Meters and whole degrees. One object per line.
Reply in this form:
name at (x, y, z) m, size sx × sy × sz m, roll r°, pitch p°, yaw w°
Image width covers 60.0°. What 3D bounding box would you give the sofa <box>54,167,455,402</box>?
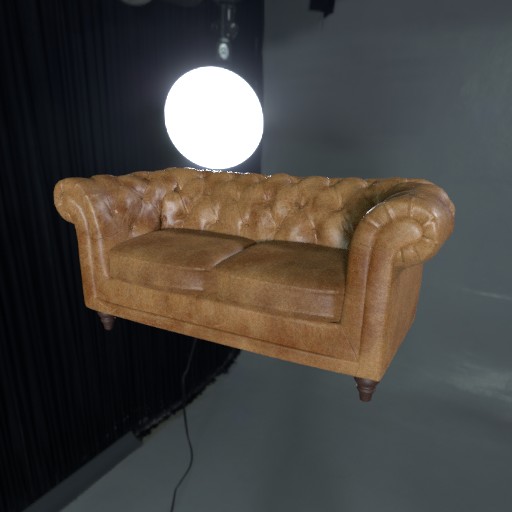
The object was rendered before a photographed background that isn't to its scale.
sofa at (0.000, 0.000, 2.448) m, size 1.979 × 0.877 × 1.042 m, roll 8°, pitch 18°, yaw 27°
